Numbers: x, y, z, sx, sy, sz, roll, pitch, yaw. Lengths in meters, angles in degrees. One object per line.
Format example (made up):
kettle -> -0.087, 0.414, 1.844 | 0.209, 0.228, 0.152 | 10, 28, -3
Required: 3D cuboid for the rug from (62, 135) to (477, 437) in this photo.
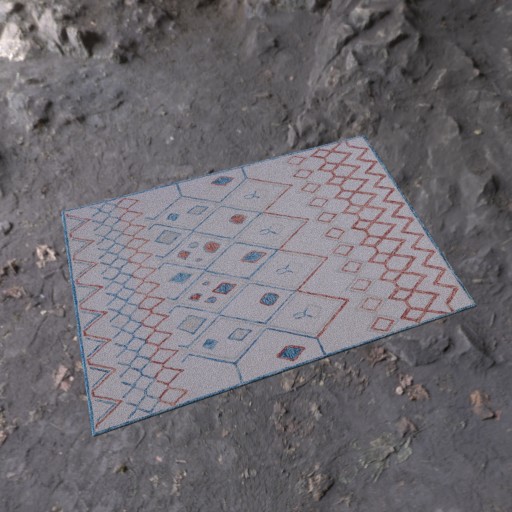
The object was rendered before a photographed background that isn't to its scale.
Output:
rug -> 0.000, 0.000, 2.273 | 1.829, 0.016, 1.219 | -16, 60, -10
